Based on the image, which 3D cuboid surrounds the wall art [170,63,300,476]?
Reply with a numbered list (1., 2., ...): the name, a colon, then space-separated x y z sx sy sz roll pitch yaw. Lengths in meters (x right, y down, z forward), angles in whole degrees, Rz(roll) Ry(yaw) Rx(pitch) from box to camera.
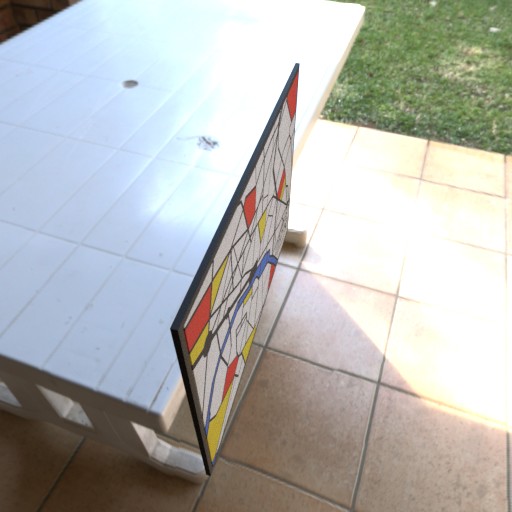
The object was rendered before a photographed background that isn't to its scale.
1. wall art: 0.000 0.000 1.223 0.013 0.665 0.963 11 48 10
